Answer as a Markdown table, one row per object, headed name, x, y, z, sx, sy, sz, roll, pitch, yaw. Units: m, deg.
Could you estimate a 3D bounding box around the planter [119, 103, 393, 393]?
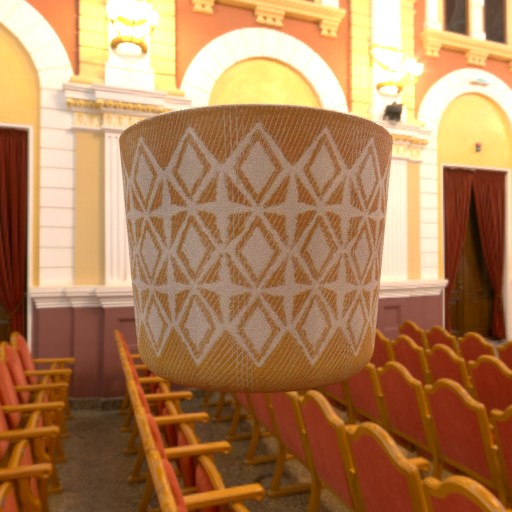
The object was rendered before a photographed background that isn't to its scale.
| name | x | y | z | sx | sy | sz | roll | pitch | yaw |
| --- | --- | --- | --- | --- | --- | --- | --- | --- | --- |
| planter | 0.000 | 0.000 | 0.214 | 0.126 | 0.104 | 0.126 | 0 | 0 | 0 |
